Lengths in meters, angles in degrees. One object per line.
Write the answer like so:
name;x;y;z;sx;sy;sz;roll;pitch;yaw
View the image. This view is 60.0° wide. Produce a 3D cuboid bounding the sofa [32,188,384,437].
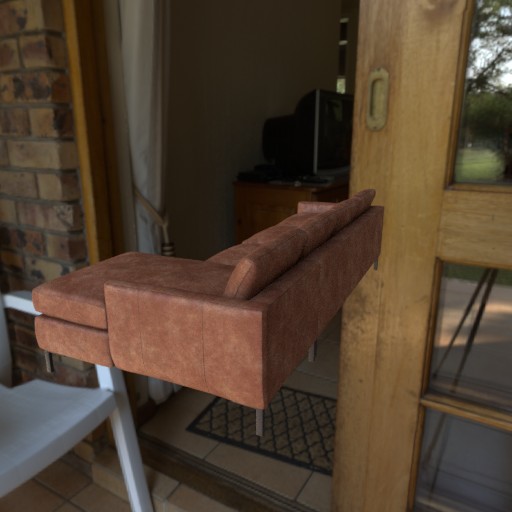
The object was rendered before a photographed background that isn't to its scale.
sofa;0.000;0.000;3.516;1.471;0.859;2.993;7;17;24
